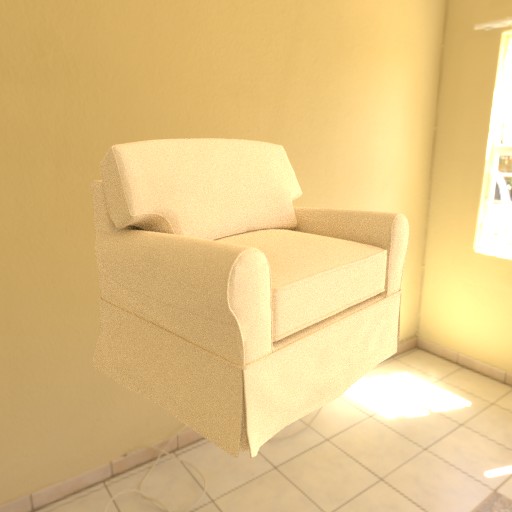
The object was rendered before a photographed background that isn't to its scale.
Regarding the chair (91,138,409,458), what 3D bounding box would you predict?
[{"bbox_3d":[0.000,0.000,1.858,0.904,0.958,1.099,13,19,42],"label":"chair"}]
